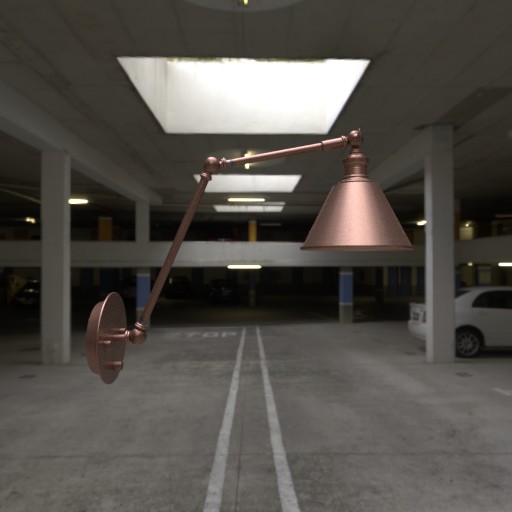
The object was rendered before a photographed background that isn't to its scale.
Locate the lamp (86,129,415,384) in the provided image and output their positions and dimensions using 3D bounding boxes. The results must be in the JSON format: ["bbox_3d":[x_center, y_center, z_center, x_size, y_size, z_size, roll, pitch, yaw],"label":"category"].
[{"bbox_3d":[0.000,0.000,0.888,0.624,0.502,0.223,0,-1,-1],"label":"lamp"}]
